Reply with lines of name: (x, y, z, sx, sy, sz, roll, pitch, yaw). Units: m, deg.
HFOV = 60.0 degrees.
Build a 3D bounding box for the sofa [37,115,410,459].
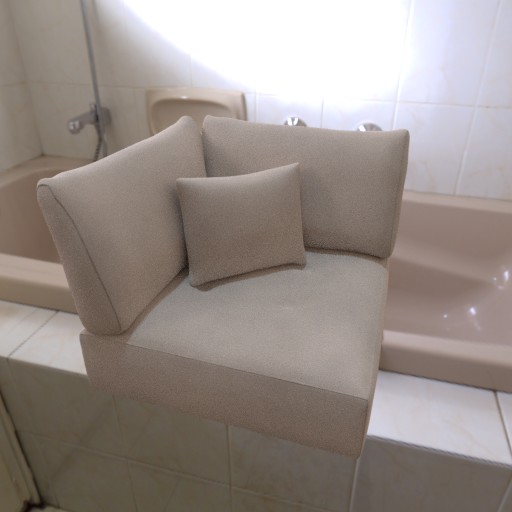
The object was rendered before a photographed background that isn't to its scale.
sofa: (0.000, 0.000, 1.676, 1.000, 0.820, 1.000, 9, 30, 16)
